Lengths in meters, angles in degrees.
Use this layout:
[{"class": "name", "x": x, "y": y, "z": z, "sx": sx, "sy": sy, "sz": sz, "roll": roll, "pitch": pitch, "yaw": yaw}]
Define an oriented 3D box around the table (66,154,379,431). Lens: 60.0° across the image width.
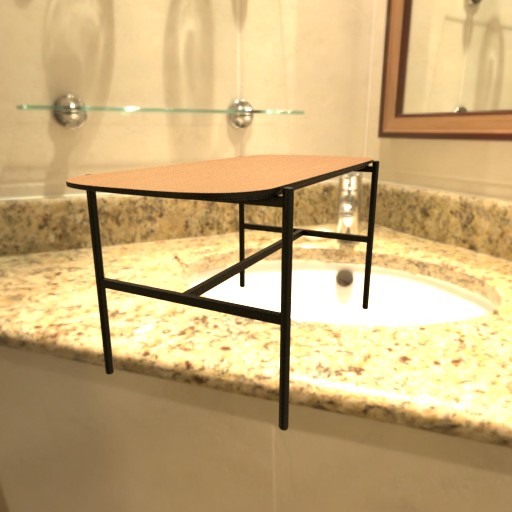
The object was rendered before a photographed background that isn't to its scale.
[{"class": "table", "x": 0.000, "y": 0.000, "z": 1.001, "sx": 0.400, "sy": 0.400, "sz": 0.800, "roll": 8, "pitch": 18, "yaw": 26}]
